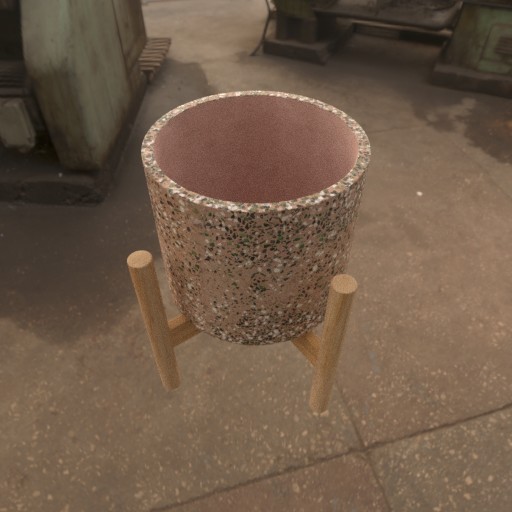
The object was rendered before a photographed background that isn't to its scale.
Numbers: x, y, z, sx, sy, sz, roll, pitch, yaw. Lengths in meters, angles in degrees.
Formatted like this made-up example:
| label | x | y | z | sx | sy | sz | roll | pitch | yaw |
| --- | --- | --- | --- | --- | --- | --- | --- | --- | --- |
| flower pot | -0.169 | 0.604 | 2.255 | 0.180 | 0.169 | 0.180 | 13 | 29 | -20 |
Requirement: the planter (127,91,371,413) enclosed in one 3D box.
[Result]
| label | x | y | z | sx | sy | sz | roll | pitch | yaw |
| --- | --- | --- | --- | --- | --- | --- | --- | --- | --- |
| planter | 0.000 | 0.000 | 0.548 | 0.284 | 0.320 | 0.284 | -9 | 46 | -9 |
